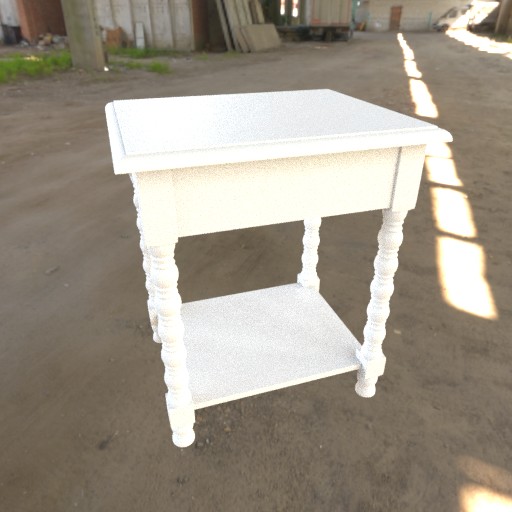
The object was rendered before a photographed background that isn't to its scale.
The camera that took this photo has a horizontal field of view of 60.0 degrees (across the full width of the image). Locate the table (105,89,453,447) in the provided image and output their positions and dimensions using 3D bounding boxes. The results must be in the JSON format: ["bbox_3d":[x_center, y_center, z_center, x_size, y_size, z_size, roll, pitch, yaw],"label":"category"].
[{"bbox_3d":[0.000,0.000,0.841,0.460,0.531,0.381,-9,30,-16],"label":"table"}]
